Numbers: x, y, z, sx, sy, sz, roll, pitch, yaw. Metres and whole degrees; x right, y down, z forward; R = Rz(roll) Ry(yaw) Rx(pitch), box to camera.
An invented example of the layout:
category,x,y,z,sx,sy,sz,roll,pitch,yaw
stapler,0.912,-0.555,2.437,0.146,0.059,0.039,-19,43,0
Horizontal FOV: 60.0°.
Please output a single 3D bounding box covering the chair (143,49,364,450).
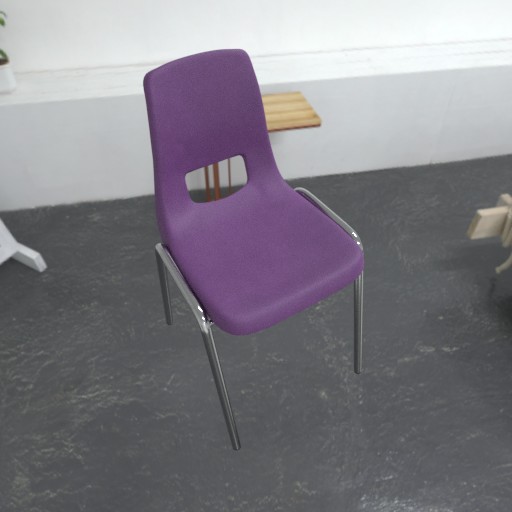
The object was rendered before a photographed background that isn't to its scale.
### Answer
category,x,y,z,sx,sy,sz,roll,pitch,yaw
chair,0.000,0.000,0.946,0.381,0.704,0.432,-24,51,-21
